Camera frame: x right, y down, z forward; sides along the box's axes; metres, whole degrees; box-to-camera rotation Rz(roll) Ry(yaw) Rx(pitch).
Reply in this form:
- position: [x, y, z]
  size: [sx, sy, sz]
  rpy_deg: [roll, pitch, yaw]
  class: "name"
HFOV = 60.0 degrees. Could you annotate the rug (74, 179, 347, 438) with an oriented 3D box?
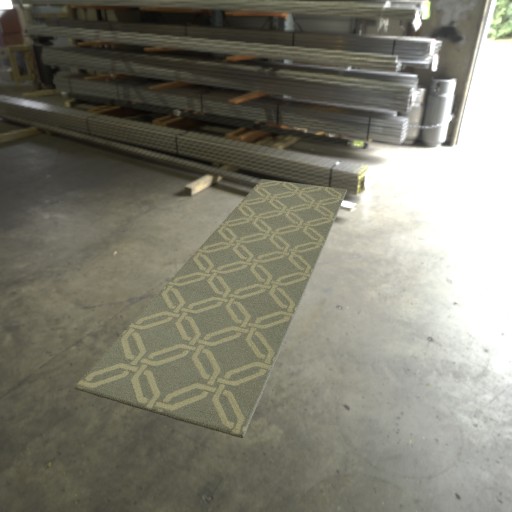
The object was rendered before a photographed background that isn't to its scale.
- position: [0.000, 0.000, 2.496]
  size: [0.678, 0.014, 2.276]
  rpy_deg: [10, 32, 16]
  class: "rug"
